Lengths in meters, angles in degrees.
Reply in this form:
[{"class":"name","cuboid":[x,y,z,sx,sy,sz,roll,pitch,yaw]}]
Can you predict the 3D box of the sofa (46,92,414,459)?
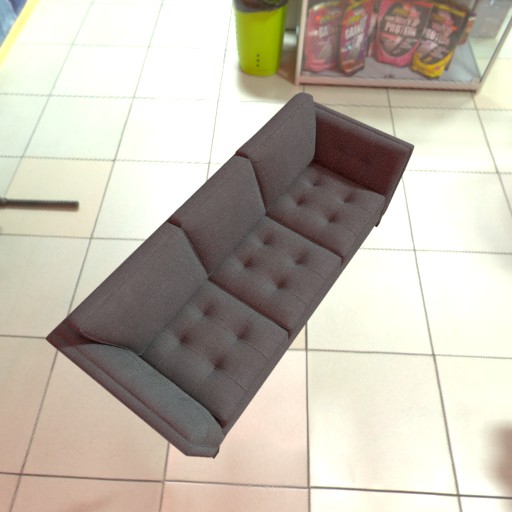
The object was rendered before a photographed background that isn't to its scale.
[{"class":"sofa","cuboid":[0.000,0.000,2.892,0.965,0.940,2.387,31,63,18]}]
